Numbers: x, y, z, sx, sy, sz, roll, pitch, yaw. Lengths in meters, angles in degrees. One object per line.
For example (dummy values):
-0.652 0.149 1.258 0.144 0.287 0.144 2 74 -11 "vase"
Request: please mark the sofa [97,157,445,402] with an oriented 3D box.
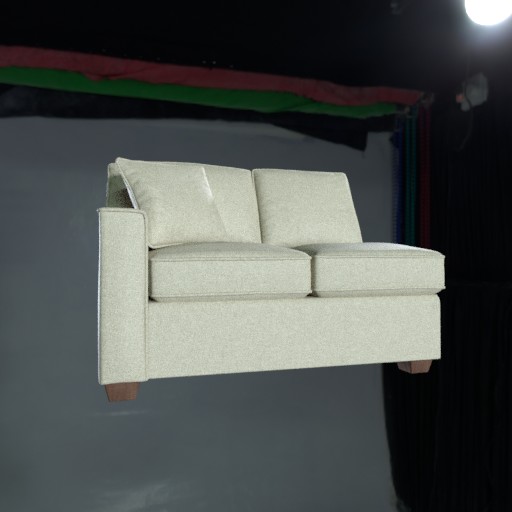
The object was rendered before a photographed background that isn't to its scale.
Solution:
0.000 0.000 2.092 1.388 0.989 0.991 0 -1 -18 "sofa"
